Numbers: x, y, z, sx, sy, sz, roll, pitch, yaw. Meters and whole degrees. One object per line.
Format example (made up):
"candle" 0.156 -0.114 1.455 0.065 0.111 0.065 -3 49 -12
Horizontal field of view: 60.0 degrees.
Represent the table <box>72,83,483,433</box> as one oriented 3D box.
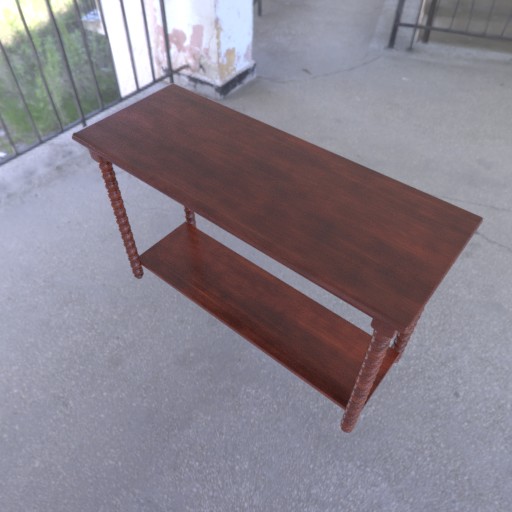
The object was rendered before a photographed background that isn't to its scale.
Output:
"table" 0.000 0.000 1.570 1.184 0.740 0.459 31 55 25
